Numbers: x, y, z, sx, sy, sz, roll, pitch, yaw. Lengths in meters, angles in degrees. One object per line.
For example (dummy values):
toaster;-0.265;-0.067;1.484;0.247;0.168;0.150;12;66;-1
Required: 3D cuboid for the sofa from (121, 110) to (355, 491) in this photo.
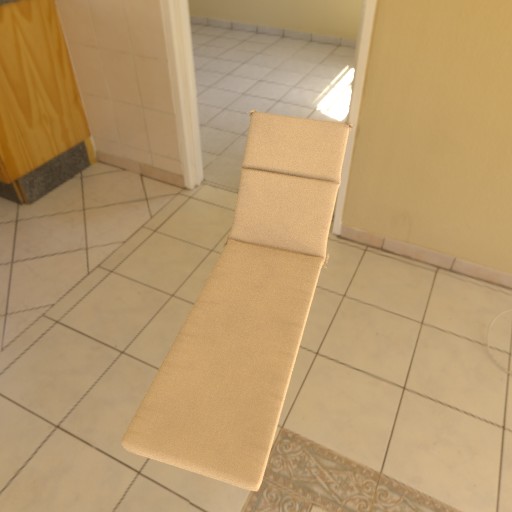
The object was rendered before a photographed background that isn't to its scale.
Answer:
sofa;0.000;0.000;1.939;0.582;0.622;1.663;11;43;12
